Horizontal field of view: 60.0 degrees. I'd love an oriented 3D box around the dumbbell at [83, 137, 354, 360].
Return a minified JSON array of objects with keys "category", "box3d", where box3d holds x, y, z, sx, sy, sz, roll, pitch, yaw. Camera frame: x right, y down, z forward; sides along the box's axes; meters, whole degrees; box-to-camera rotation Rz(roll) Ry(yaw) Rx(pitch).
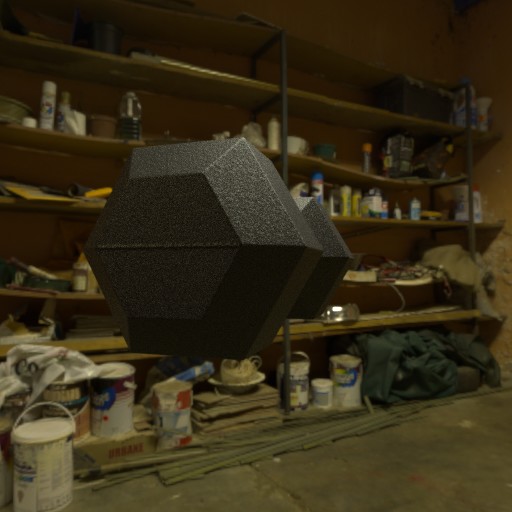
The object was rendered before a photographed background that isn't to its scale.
[{"category":"dumbbell","box3d":[0.000,0.000,0.464,0.173,0.150,0.384,-1,-2,18]}]
